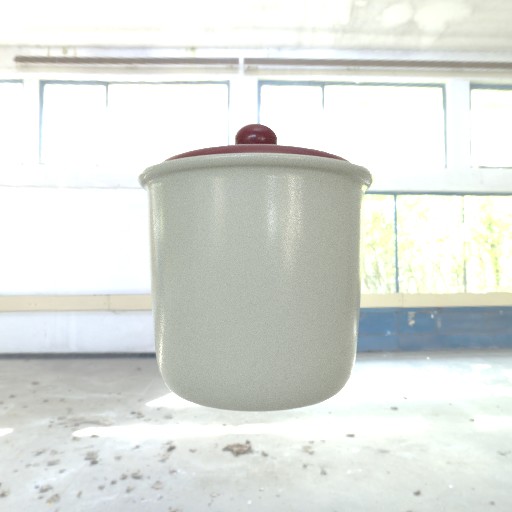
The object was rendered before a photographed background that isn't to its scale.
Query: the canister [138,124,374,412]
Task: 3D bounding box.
[{"bbox_3d":[0.000,0.000,0.351,0.182,0.208,0.182,0,-1,0],"label":"canister"}]
